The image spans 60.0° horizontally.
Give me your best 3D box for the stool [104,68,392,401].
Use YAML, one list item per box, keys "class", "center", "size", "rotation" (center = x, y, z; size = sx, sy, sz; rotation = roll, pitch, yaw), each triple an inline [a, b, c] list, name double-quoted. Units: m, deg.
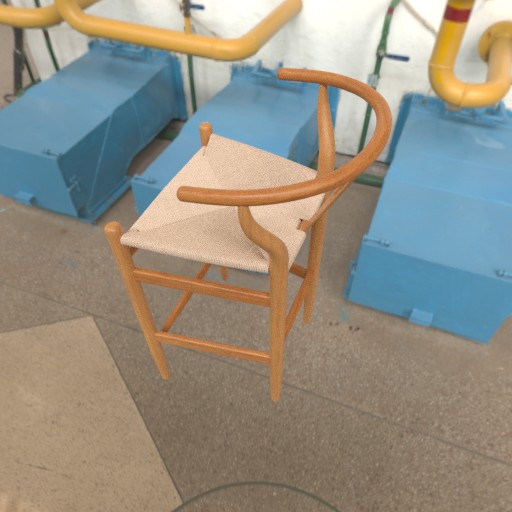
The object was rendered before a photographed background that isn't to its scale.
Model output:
- class: "stool"
  center: [0.000, 0.000, 1.312]
  size: [0.579, 0.970, 0.569]
  rotation: [17, 50, 15]
